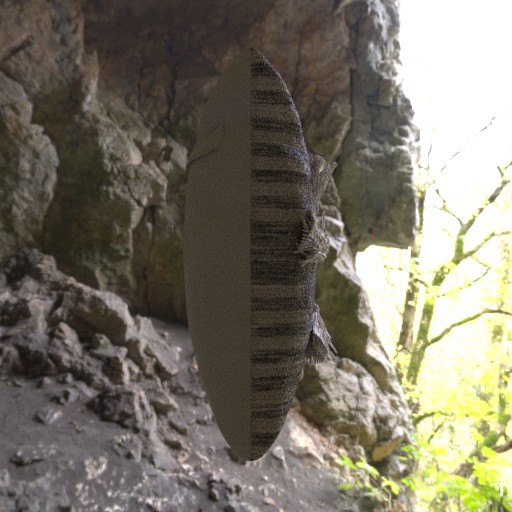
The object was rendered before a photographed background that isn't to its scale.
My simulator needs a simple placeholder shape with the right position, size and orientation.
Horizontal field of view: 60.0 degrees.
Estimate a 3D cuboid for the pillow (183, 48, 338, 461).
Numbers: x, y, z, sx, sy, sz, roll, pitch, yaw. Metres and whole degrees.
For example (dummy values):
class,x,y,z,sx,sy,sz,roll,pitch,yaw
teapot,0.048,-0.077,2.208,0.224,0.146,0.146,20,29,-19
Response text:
class,x,y,z,sx,sy,sz,roll,pitch,yaw
pillow,0.000,0.000,0.755,0.234,0.490,0.484,0,0,-1
